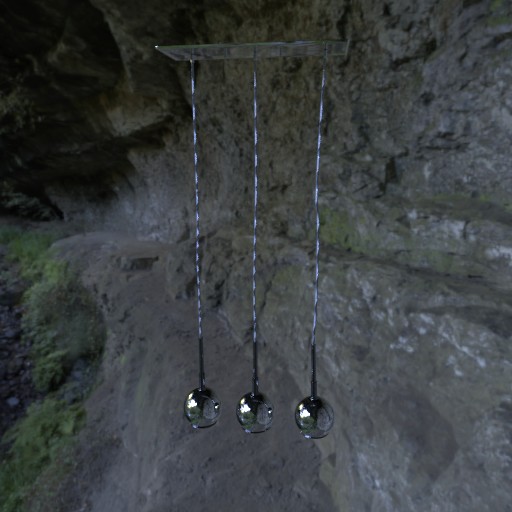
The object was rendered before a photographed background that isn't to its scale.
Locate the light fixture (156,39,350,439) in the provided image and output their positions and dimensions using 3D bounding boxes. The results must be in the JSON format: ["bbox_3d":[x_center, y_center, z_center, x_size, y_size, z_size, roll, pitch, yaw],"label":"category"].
[{"bbox_3d":[0.000,0.000,1.632,0.623,1.408,0.188,2,14,9],"label":"light fixture"}]
